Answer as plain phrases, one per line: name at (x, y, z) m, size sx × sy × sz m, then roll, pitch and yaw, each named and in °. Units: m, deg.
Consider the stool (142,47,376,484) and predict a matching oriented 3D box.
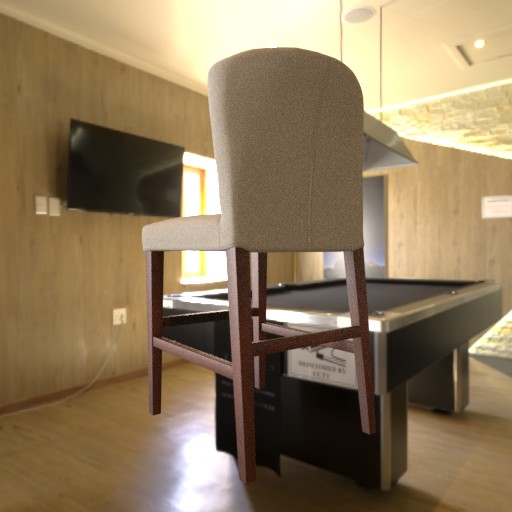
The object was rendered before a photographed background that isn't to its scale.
stool at (0.000, 0.000, 1.277) m, size 0.479 × 0.968 × 0.568 m, roll -1°, pitch 1°, yaw -37°
